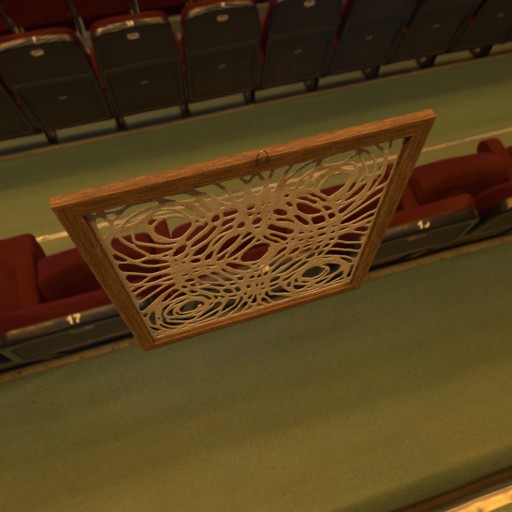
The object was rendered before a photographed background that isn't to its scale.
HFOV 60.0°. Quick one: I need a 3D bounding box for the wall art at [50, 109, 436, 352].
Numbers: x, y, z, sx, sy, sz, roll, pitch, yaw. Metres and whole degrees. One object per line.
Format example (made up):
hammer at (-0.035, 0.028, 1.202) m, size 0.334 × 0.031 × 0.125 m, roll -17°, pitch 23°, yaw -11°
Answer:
wall art at (0.000, 0.000, 0.852) m, size 0.561 × 0.576 × 0.021 m, roll -15°, pitch 60°, yaw -9°
